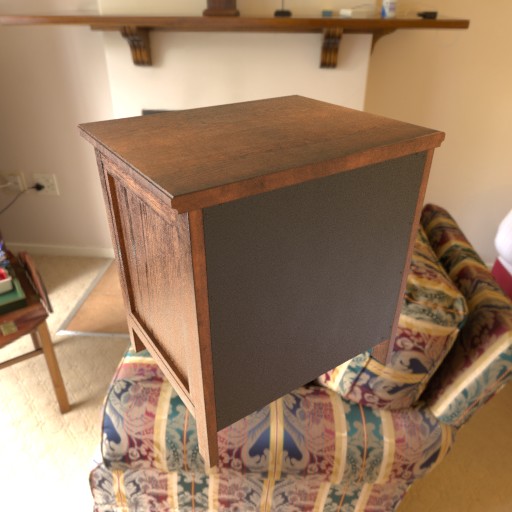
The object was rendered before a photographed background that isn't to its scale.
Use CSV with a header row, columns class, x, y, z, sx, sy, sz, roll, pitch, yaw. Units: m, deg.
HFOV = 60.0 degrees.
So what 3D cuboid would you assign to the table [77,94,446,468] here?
class,x,y,z,sx,sy,sz,roll,pitch,yaw
table,0.000,0.000,1.039,0.586,0.597,0.461,-19,35,-29
